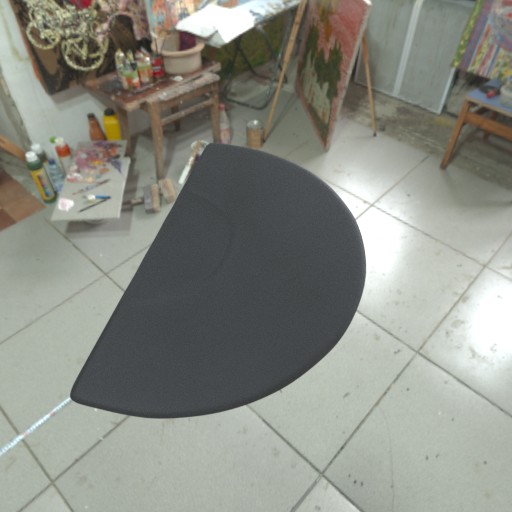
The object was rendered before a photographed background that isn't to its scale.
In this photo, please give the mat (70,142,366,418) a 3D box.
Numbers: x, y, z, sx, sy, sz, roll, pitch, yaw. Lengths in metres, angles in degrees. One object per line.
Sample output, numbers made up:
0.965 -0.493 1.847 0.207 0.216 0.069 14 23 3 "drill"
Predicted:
0.000 0.000 1.868 0.917 0.016 1.525 10 49 9 "mat"
